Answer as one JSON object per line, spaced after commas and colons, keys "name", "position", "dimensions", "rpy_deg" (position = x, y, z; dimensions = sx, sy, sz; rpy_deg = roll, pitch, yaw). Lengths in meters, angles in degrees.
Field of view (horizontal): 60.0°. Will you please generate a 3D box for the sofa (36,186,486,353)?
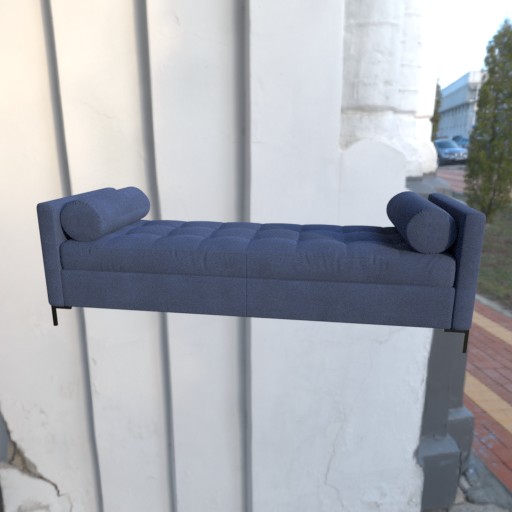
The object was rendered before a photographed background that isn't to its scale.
{"name": "sofa", "position": [0.000, 0.000, 2.320], "dimensions": [1.981, 0.635, 0.686], "rpy_deg": [2, 15, 8]}
